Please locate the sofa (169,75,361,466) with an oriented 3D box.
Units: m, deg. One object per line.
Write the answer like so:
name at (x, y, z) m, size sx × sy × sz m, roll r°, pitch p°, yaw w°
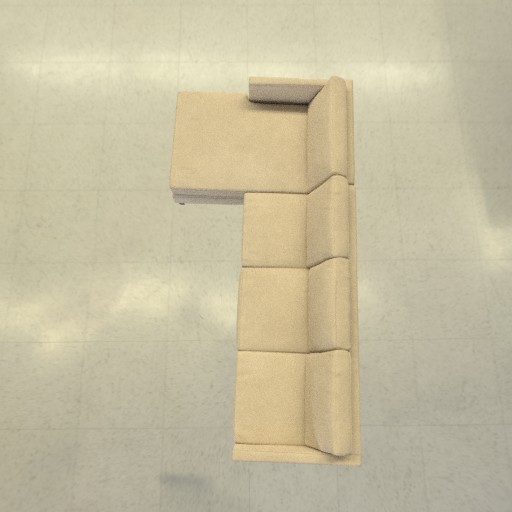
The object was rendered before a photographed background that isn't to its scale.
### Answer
sofa at (0.000, 0.000, 3.786) m, size 1.625 × 0.846 × 3.186 m, roll 2°, pitch 75°, yaw 1°
